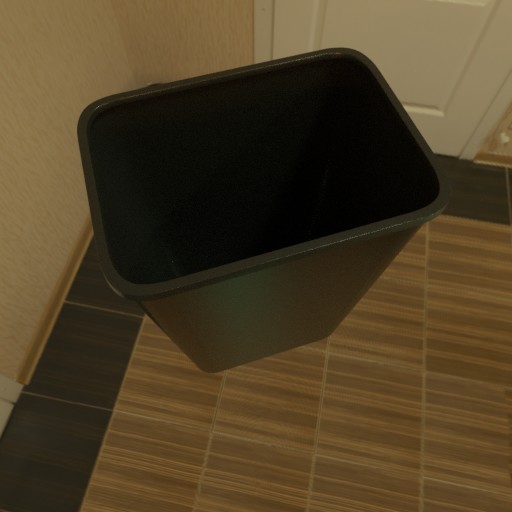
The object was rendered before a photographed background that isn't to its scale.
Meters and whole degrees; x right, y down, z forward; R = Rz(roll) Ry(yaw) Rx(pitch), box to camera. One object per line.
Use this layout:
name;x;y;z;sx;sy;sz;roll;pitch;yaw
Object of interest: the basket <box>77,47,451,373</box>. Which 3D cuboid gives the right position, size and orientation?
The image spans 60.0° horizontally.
basket;0.000;0.000;0.745;0.394;0.521;0.287;-16;63;-8
